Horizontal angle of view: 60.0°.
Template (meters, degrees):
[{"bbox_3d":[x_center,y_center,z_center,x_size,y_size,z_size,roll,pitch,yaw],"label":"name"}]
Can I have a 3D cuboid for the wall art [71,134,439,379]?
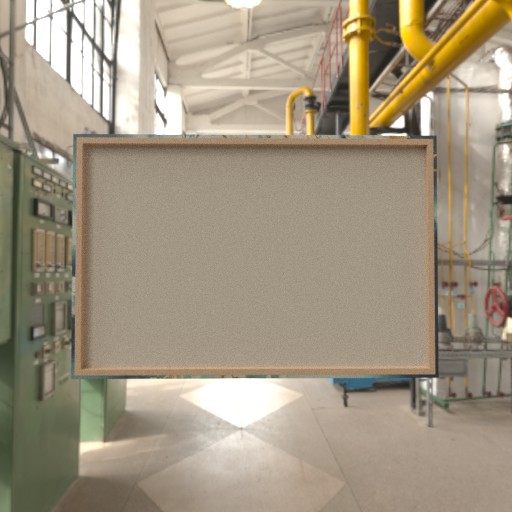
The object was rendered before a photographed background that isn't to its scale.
[{"bbox_3d":[0.000,0.000,1.397,1.138,0.759,0.035,0,-1,-1],"label":"wall art"}]
